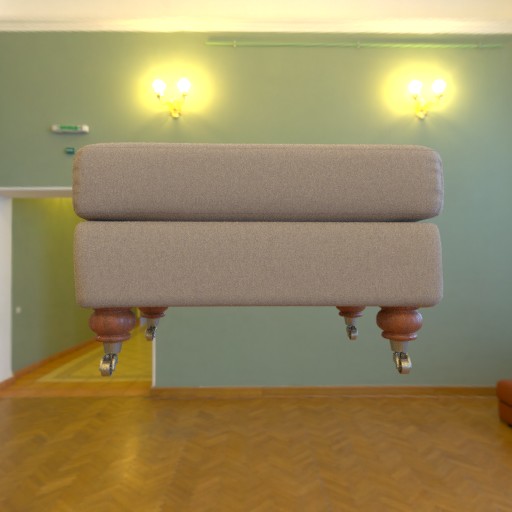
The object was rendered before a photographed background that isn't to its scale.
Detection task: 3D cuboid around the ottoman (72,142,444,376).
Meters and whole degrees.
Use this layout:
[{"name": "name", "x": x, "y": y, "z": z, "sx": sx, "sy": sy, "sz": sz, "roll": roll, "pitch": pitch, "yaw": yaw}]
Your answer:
[{"name": "ottoman", "x": 0.000, "y": 0.000, "z": 1.151, "sx": 0.773, "sy": 0.497, "sz": 0.574, "roll": 0, "pitch": -1, "yaw": -2}]
